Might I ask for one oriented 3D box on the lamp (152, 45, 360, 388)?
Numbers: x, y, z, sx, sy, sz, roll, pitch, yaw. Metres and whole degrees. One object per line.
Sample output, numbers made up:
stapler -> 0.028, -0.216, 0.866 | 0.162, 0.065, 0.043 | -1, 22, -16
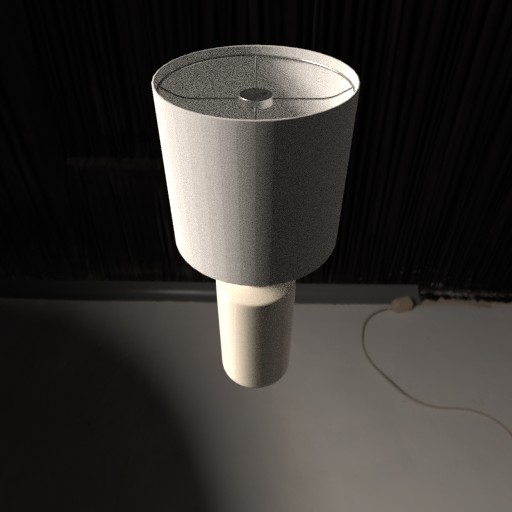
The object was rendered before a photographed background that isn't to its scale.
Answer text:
lamp -> 0.000, 0.000, 0.619 | 0.212, 0.493, 0.212 | 0, 41, 0
